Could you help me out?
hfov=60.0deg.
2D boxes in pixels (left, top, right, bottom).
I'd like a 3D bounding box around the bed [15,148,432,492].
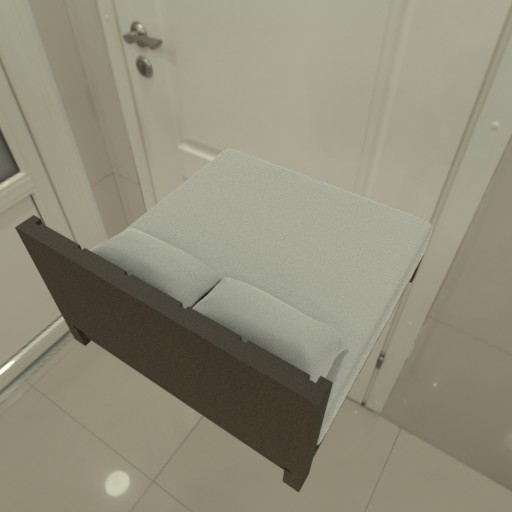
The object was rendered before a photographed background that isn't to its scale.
[{"bbox_3d":[0.000,0.000,3.464,2.143,1.261,2.238,25,52,22],"label":"bed"}]
